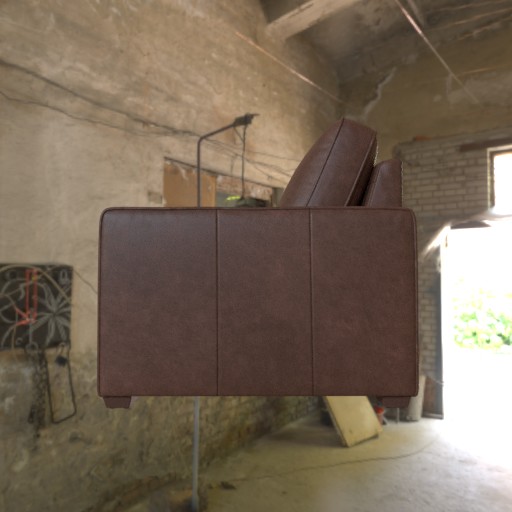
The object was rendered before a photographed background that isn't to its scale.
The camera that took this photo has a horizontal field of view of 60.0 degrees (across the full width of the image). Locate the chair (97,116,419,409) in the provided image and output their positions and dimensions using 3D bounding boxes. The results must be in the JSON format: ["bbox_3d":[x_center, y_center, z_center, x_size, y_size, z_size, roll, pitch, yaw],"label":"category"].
[{"bbox_3d":[0.000,0.000,1.765,0.940,0.919,1.017,0,-2,0],"label":"chair"}]
